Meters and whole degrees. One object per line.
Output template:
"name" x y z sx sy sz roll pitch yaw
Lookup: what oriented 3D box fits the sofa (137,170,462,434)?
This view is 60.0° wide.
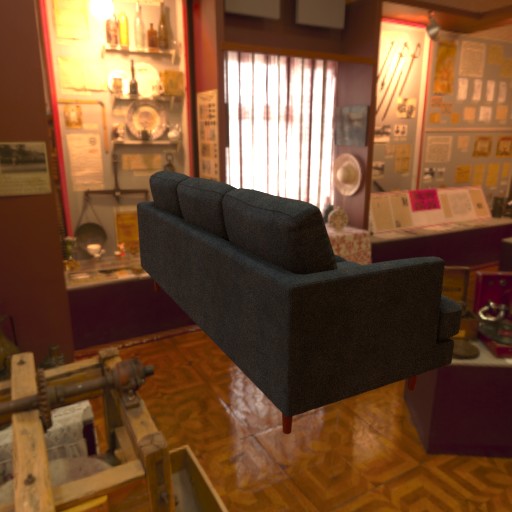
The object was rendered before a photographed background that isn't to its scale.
"sofa" 0.000 0.000 2.674 0.903 0.930 2.246 -8 17 -27
